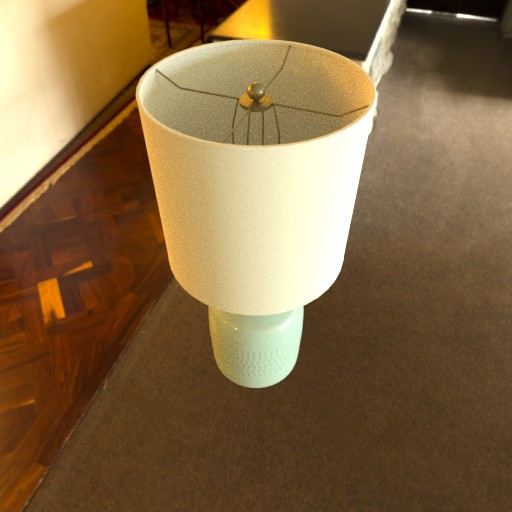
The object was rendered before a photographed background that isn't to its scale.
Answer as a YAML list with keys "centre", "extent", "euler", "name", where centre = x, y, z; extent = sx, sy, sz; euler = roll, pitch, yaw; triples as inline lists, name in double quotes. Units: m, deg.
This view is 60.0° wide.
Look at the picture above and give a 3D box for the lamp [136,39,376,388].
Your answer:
- centre: [0.000, 0.000, 1.093]
  extent: [0.418, 0.871, 0.418]
  euler: [-23, 50, -21]
  name: "lamp"
